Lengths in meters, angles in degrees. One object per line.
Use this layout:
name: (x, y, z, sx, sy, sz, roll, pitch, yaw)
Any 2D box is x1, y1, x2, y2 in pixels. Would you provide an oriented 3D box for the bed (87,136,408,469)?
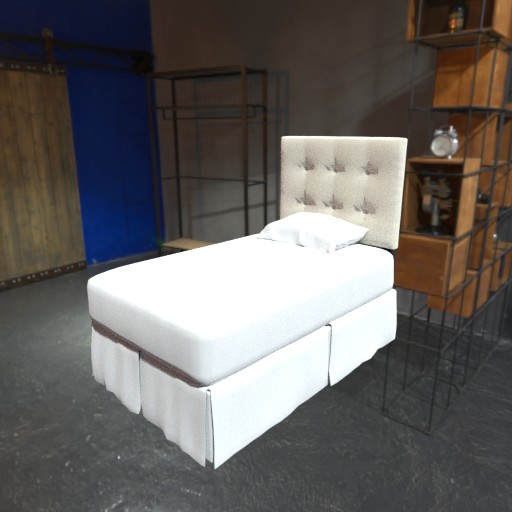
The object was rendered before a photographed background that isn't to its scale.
bed: (0.000, 0.000, 3.060, 1.261, 1.571, 1.997, 15, 21, 41)
